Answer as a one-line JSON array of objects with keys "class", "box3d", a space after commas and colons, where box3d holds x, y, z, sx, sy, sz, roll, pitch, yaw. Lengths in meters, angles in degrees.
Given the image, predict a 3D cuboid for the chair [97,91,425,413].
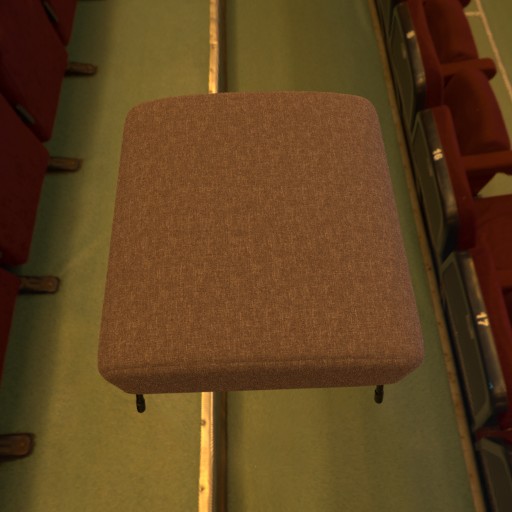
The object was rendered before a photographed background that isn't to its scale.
[{"class": "chair", "box3d": [0.000, 0.000, 0.880, 0.530, 0.410, 0.530, -2, 65, -1]}]
